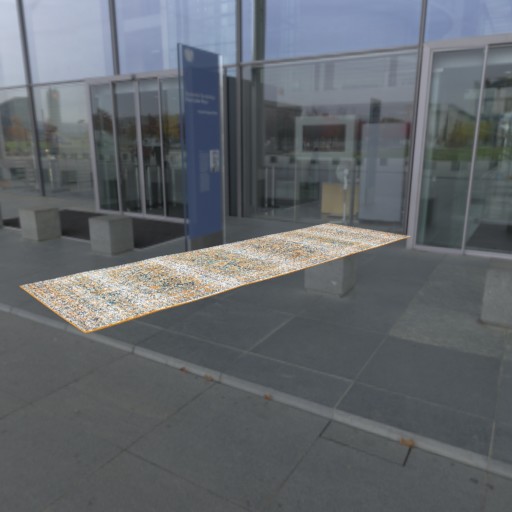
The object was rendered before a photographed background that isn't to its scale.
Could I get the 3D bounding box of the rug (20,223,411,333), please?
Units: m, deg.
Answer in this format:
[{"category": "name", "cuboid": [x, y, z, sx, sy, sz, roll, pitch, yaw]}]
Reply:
[{"category": "rug", "cuboid": [0.000, 0.000, 2.525, 2.294, 0.014, 0.704, -14, 20, -42]}]
